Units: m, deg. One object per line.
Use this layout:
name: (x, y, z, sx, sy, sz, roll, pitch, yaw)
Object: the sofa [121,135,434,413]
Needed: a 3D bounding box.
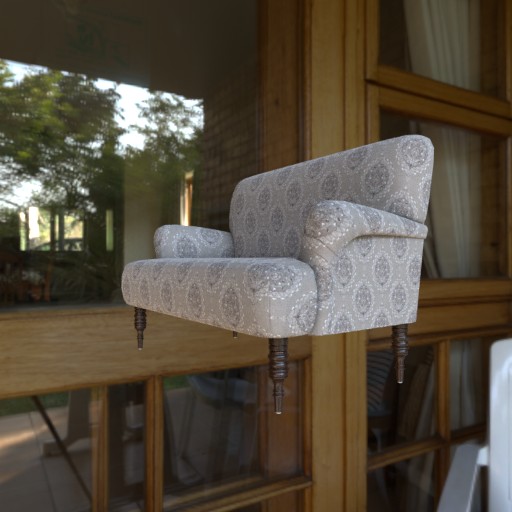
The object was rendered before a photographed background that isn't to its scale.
sofa: (0.000, 0.000, 1.862, 0.779, 0.889, 1.297, 0, -1, -35)
